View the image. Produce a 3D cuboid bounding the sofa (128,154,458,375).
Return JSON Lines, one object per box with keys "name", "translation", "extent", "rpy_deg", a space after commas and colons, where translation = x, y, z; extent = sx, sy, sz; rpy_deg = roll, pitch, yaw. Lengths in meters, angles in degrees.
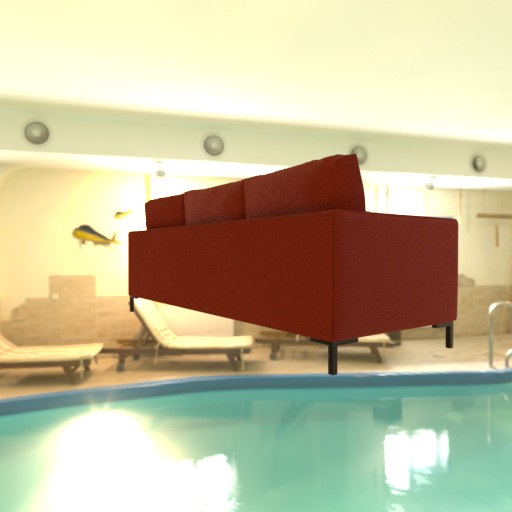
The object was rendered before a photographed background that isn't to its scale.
{"name": "sofa", "translation": [0.000, 0.000, 2.799], "extent": [0.875, 0.879, 2.252], "rpy_deg": [0, 1, -36]}
